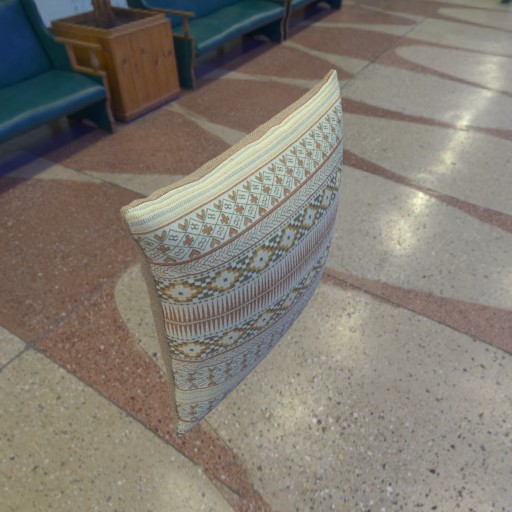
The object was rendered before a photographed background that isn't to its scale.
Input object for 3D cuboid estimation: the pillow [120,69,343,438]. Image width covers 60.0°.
[{"bbox_3d":[0.000,0.000,0.805,0.215,0.519,0.521,24,47,25],"label":"pillow"}]
